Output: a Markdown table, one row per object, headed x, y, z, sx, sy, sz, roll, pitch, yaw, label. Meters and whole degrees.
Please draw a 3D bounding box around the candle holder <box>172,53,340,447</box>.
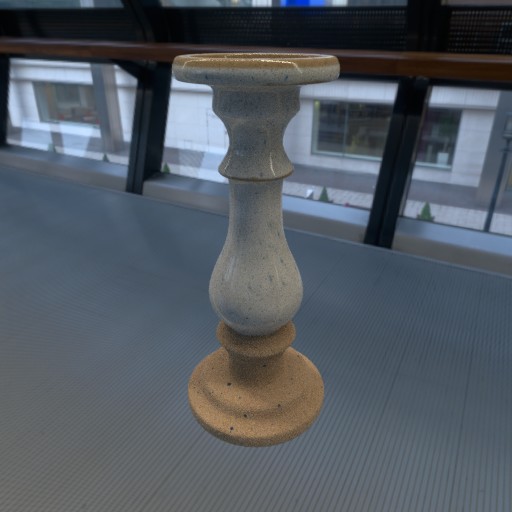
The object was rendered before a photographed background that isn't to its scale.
| x | y | z | sx | sy | sz | roll | pitch | yaw | label |
| --- | --- | --- | --- | --- | --- | --- | --- | --- | --- |
| 0.000 | 0.000 | 0.246 | 0.088 | 0.203 | 0.088 | 0 | 26 | 0 | candle holder |
